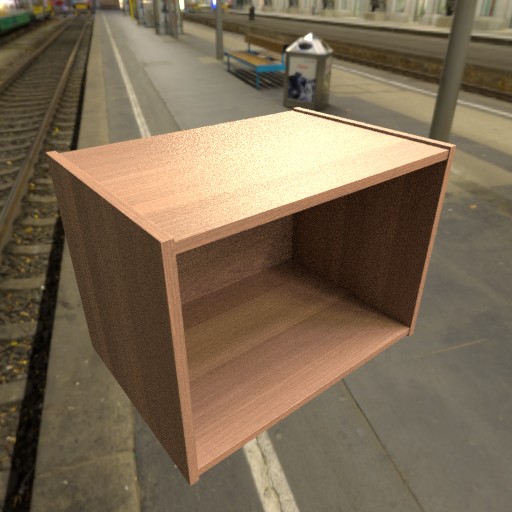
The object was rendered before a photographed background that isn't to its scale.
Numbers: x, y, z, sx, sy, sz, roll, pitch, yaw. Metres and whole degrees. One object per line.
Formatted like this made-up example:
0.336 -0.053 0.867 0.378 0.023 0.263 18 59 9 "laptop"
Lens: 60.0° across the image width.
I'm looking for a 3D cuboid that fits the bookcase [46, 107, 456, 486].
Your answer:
0.000 0.000 0.622 0.415 0.305 0.290 -22 37 -33 "bookcase"
